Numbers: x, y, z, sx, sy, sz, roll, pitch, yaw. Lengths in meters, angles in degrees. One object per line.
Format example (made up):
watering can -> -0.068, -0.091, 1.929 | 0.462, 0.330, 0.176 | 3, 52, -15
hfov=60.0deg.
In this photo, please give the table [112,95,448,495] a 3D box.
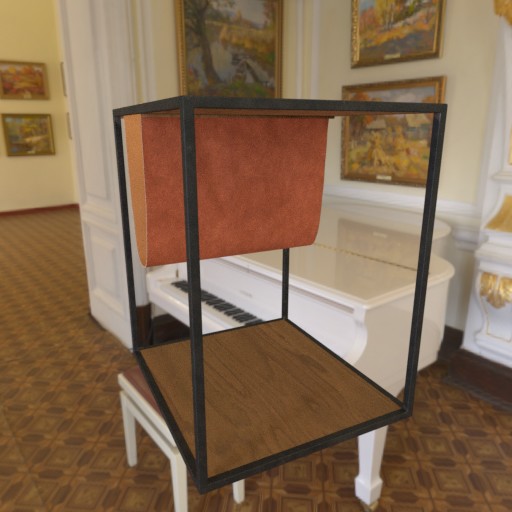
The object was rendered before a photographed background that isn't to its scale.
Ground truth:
table -> 0.000, 0.000, 0.825 | 0.399, 0.536, 0.450 | -8, 18, -25
